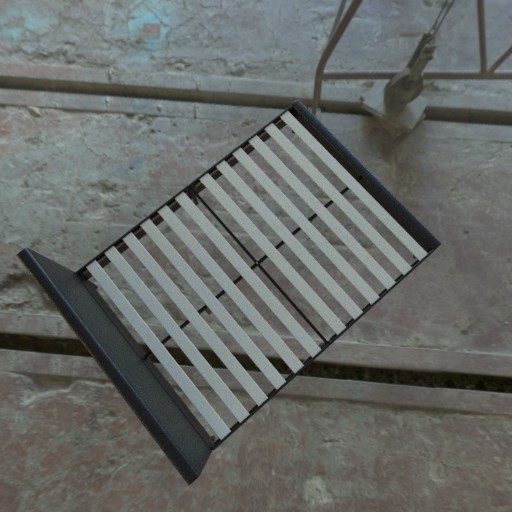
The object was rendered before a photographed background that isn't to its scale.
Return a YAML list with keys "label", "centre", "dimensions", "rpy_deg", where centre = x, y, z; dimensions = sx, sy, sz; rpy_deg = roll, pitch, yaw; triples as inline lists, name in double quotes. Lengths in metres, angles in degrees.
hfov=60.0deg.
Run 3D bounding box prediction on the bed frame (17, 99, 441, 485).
- label: "bed frame"
  centre: [0.000, 0.000, 3.172]
  dimensions: [2.318, 1.127, 1.634]
  rpy_deg: [-40, 79, -9]
